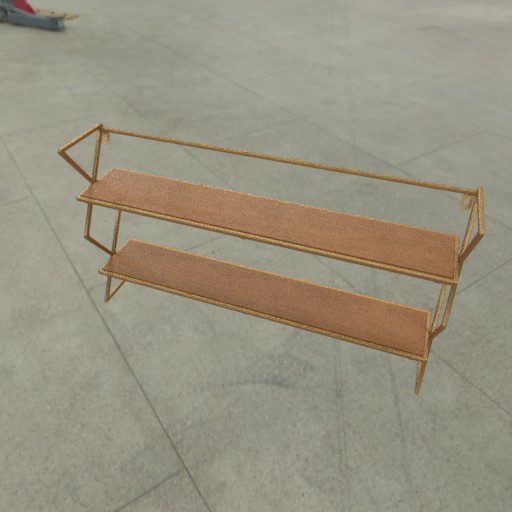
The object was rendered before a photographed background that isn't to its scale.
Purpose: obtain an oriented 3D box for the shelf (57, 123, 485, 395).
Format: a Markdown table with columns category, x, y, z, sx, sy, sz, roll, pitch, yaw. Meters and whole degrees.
| category | x | y | z | sx | sy | sz | roll | pitch | yaw |
| --- | --- | --- | --- | --- | --- | --- | --- | --- | --- |
| shelf | 0.000 | 0.000 | 1.002 | 0.822 | 0.450 | 0.150 | 13 | 42 | 15 |
